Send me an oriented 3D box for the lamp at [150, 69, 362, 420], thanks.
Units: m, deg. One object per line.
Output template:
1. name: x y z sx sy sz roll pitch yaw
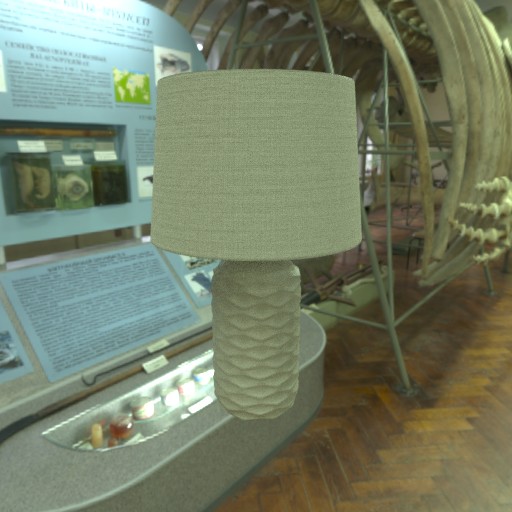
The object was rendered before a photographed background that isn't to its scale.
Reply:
1. lamp: 0.000 0.000 0.817 0.376 0.594 0.376 0 14 0
